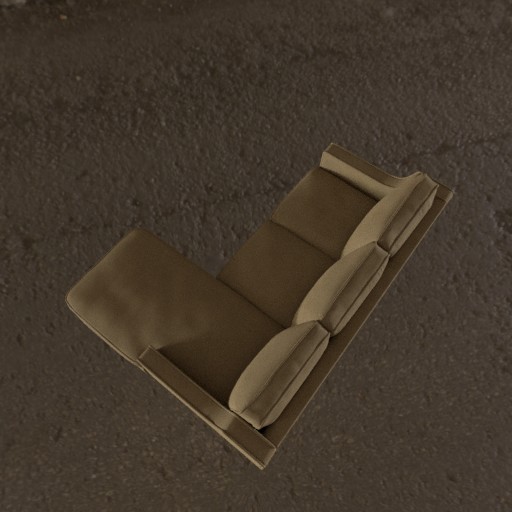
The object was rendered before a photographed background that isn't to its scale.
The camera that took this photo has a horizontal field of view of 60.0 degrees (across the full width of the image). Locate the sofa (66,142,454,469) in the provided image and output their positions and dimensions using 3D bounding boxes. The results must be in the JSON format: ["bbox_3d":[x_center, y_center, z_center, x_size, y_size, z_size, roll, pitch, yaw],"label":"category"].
[{"bbox_3d":[0.000,0.000,3.355,1.858,1.066,2.317,35,68,16],"label":"sofa"}]
